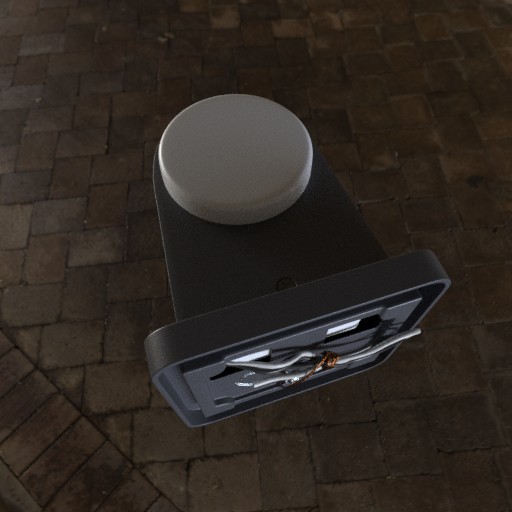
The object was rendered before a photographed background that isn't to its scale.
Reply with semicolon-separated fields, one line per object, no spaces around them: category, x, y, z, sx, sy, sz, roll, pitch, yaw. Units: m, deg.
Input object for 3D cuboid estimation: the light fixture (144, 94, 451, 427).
light fixture;0.000;0.000;0.216;0.109;0.109;0.132;-16;61;-9
